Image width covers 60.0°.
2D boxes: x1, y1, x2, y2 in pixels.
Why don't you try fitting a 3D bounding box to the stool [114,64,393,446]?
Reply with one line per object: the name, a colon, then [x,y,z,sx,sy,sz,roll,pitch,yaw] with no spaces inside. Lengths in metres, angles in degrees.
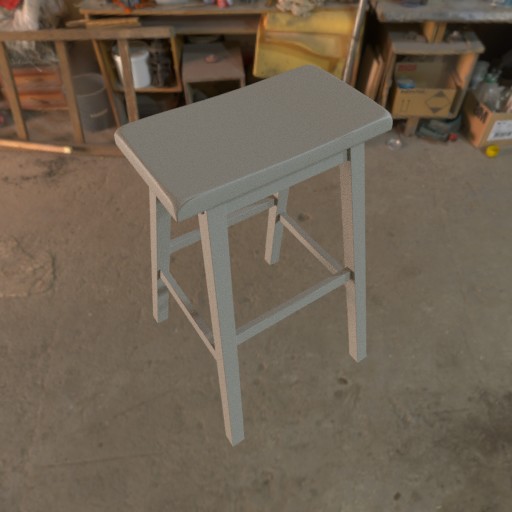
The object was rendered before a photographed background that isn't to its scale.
stool: [0.000,0.000,1.065,0.457,0.737,0.476,-27,54,-21]
